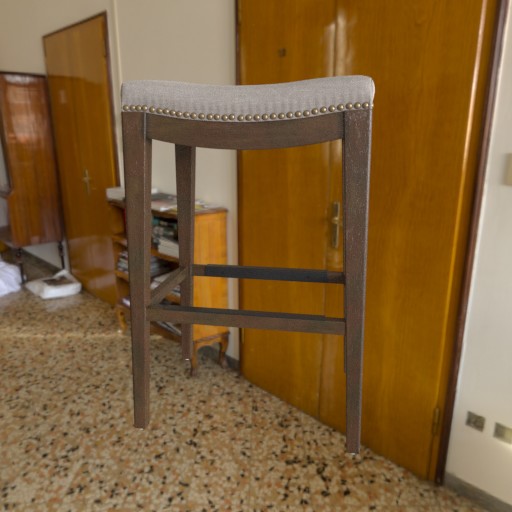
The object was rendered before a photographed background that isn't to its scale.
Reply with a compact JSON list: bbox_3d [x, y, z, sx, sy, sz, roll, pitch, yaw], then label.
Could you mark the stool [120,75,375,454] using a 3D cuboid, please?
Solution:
[{"bbox_3d":[0.000,0.000,1.048,0.508,0.762,0.356,3,16,10],"label":"stool"}]
